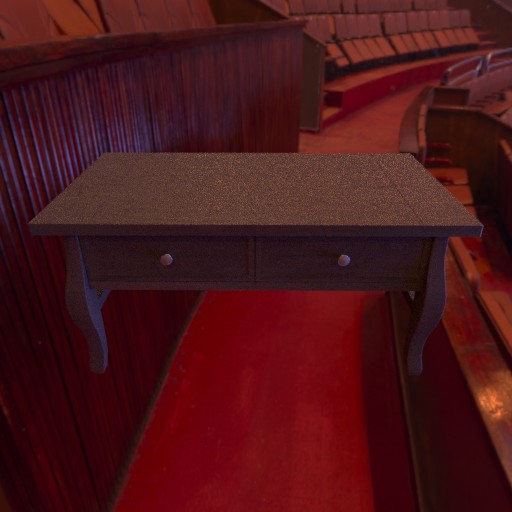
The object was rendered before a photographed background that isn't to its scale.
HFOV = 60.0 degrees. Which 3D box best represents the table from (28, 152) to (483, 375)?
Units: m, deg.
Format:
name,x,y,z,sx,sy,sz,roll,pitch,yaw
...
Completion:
name,x,y,z,sx,sy,sz,roll,pitch,yaw
table,0.000,0.000,1.407,1.062,0.494,0.600,0,29,0
